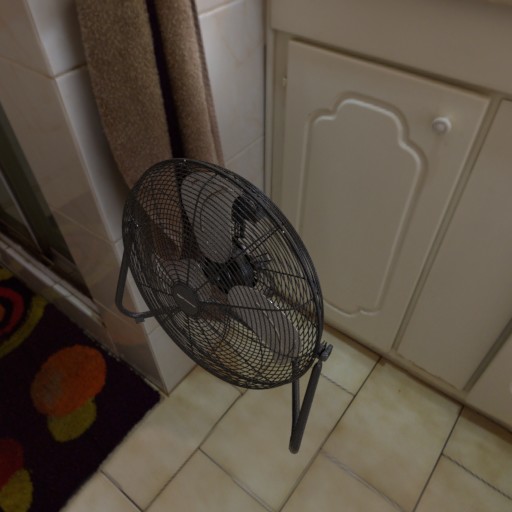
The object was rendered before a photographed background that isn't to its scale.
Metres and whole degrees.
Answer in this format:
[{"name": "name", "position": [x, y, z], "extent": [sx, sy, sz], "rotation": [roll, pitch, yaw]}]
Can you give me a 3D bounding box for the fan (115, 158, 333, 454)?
[{"name": "fan", "position": [0.000, 0.000, 0.944], "extent": [0.555, 0.546, 0.424], "rotation": [31, 54, 26]}]
